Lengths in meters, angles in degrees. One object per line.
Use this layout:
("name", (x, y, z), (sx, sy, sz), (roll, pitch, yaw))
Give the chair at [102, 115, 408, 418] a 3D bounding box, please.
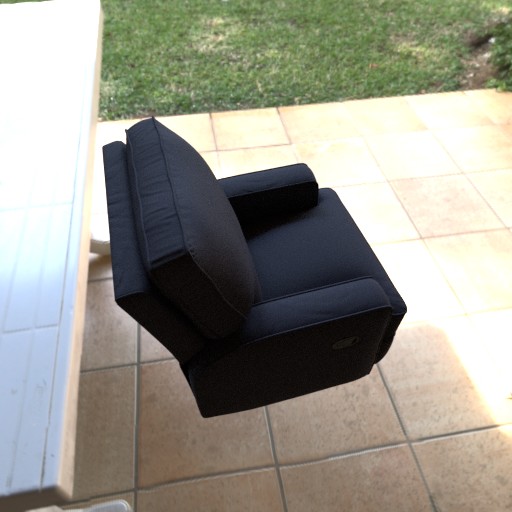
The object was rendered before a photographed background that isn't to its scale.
("chair", (0.000, 0.000, 1.730), (0.964, 0.962, 0.861), (-12, 49, -11))
